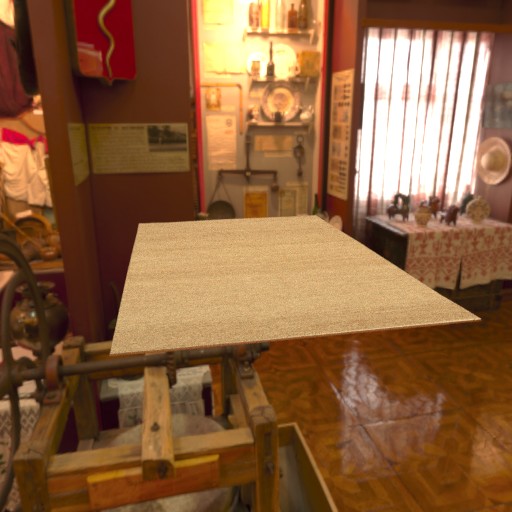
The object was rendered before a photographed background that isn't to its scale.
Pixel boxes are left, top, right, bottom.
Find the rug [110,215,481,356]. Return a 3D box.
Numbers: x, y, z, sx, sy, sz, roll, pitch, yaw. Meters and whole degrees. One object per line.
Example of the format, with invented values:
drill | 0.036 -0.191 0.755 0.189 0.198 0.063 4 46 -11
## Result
rug | 0.000 0.000 2.888 1.596 0.030 2.283 -3 17 -11
